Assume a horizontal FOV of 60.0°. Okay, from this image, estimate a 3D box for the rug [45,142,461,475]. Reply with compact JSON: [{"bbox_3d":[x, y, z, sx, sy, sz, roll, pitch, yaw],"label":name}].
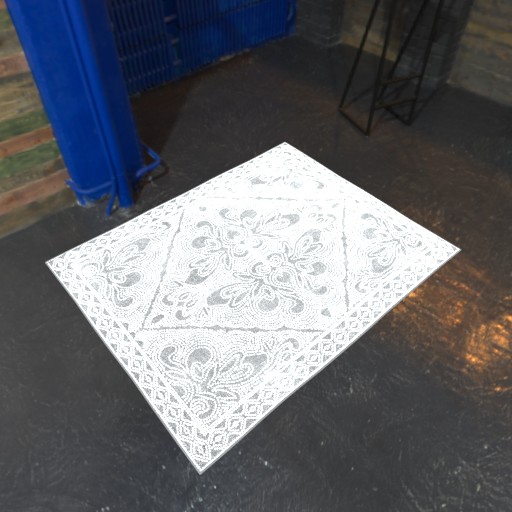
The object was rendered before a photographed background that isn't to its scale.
[{"bbox_3d":[0.000,0.000,4.117,3.048,0.012,2.438,-32,55,-26],"label":"rug"}]
